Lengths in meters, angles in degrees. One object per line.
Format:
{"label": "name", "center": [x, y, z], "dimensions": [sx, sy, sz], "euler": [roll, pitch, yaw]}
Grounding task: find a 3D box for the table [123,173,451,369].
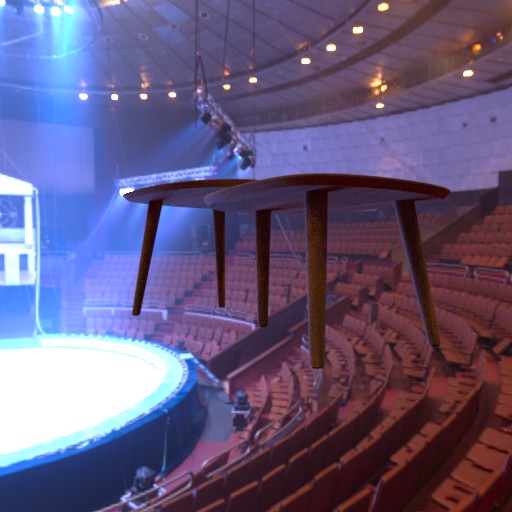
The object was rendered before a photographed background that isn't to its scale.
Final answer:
{"label": "table", "center": [0.000, 0.000, 1.347], "dimensions": [0.527, 0.429, 1.084], "euler": [0, 0, -37]}
